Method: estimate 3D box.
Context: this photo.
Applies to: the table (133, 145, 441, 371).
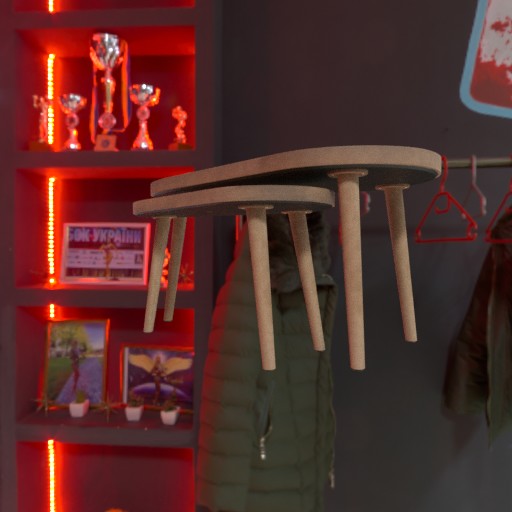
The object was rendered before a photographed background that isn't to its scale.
[{"bbox_3d":[0.000,0.000,1.568,1.190,0.595,0.701,1,1,37],"label":"table"}]
